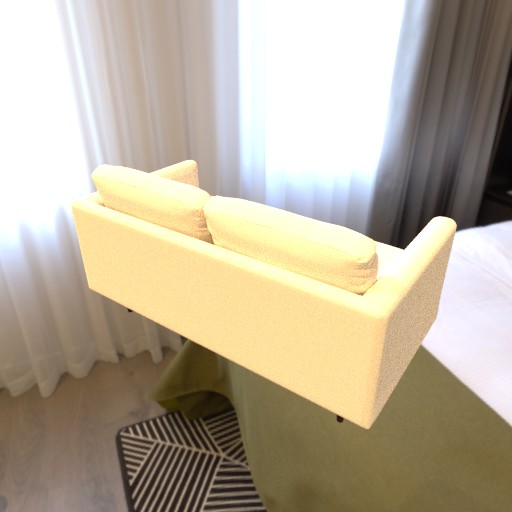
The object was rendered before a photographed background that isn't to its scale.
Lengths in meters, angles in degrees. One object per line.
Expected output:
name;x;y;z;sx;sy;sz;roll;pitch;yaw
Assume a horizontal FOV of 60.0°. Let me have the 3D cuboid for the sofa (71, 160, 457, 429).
sofa;0.000;0.000;2.298;1.713;0.893;0.940;19;35;31
